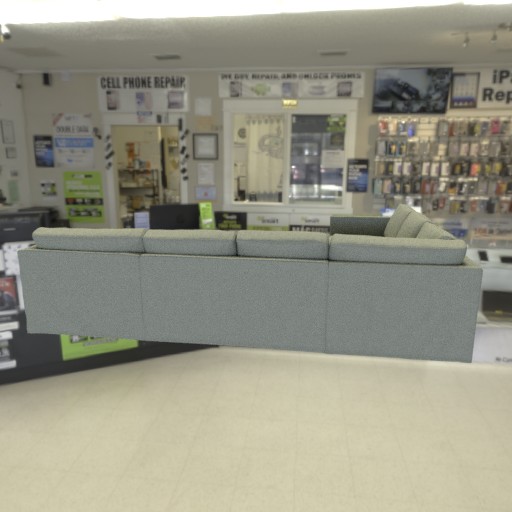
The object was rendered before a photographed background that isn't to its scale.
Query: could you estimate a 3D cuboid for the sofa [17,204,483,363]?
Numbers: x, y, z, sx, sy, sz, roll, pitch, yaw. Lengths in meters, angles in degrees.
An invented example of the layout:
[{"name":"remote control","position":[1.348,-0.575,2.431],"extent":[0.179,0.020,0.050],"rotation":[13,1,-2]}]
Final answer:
[{"name":"sofa","position":[0.000,0.000,4.413],"extent":[3.460,0.882,2.427],"rotation":[2,13,9]}]
